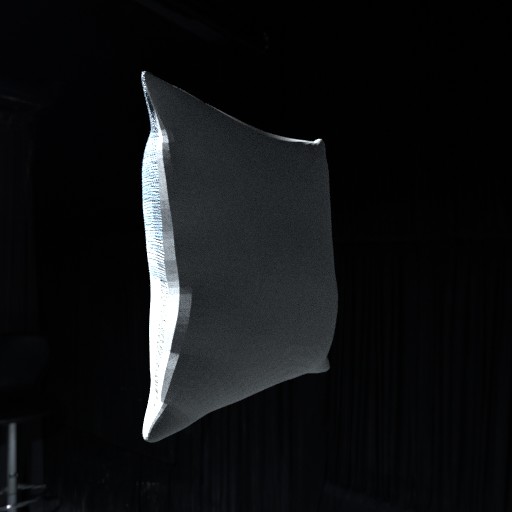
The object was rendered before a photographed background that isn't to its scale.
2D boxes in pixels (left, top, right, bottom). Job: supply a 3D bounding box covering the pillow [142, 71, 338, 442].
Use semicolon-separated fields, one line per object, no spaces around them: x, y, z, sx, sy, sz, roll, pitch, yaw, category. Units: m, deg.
0.000;0.000;0.683;0.182;0.441;0.440;0;1;37;pillow
